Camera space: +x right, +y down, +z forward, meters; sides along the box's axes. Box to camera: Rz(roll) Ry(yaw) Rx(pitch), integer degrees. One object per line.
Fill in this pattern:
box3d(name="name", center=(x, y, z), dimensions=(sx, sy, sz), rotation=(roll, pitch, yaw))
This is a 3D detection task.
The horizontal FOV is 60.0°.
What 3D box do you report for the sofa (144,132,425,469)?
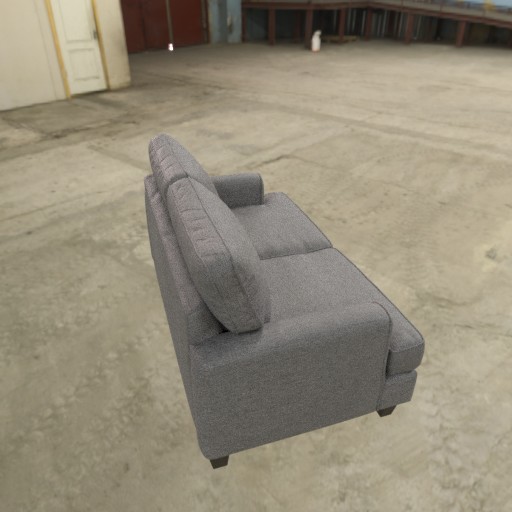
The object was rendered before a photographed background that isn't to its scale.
box3d(name="sofa", center=(0.000, 0.000, 2.281), dimensions=(0.965, 0.965, 1.651), rotation=(-10, 32, -16))
